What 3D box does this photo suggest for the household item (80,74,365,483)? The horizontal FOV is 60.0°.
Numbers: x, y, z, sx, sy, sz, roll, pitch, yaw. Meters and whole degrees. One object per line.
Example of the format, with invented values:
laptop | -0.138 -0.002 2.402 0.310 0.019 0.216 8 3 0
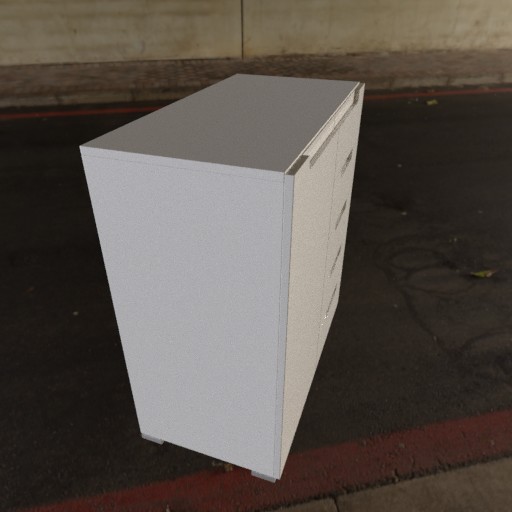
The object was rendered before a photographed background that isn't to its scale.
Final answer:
household item | 0.000 0.000 1.324 0.420 0.870 0.800 11 34 17
